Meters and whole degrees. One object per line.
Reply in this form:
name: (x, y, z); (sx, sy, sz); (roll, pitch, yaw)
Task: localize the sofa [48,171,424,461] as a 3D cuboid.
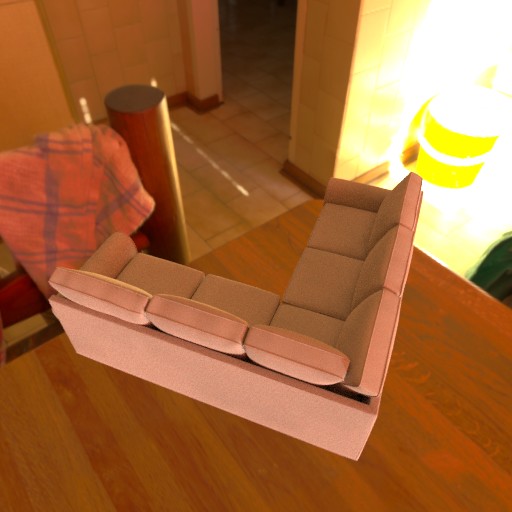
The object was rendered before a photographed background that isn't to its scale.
sofa: (0.000, 0.000, 4.007); (2.562, 1.053, 2.487); (16, 48, 15)
